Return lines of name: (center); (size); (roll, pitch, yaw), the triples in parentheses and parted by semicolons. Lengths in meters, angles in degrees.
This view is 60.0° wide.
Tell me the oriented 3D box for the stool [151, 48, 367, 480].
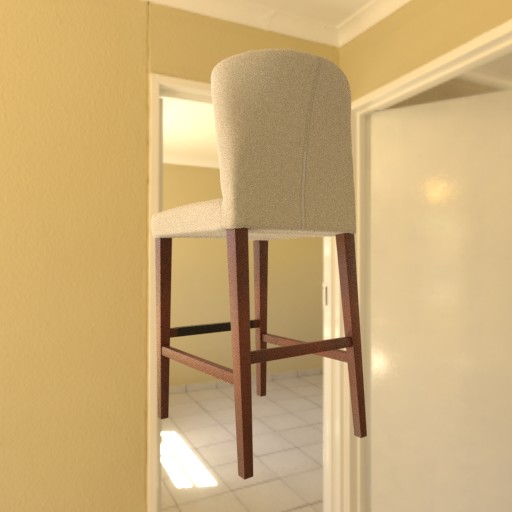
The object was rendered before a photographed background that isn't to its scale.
stool: (0.000, 0.000, 1.392); (0.479, 1.069, 0.568); (0, 0, -36)
